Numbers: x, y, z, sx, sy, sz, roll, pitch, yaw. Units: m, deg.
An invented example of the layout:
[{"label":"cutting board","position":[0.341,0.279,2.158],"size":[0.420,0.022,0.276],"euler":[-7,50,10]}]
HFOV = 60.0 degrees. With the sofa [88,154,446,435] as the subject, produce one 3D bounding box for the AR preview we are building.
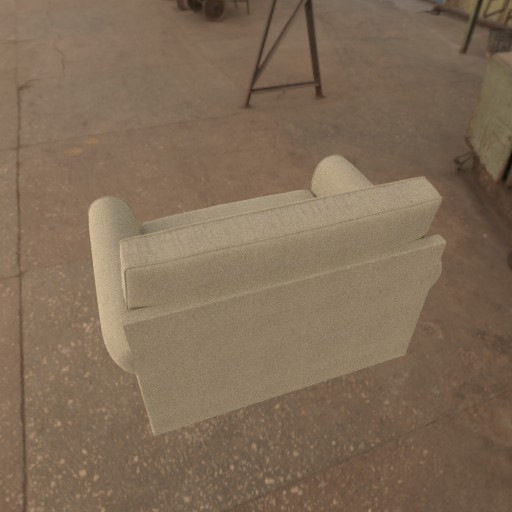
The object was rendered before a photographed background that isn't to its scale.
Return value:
[{"label":"sofa","position":[0.000,0.000,2.060],"size":[1.405,0.991,0.936],"euler":[-13,43,-14]}]
